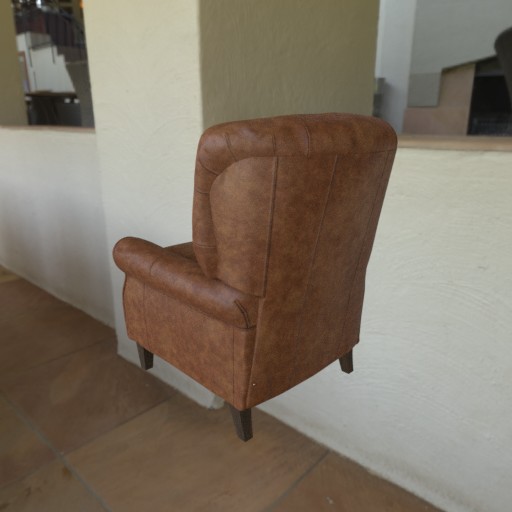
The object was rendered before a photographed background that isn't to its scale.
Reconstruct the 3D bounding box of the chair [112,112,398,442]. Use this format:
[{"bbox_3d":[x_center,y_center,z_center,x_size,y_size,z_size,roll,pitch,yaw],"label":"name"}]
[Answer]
[{"bbox_3d":[0.000,0.000,1.907,0.951,1.164,1.059,-16,23,-42],"label":"chair"}]
